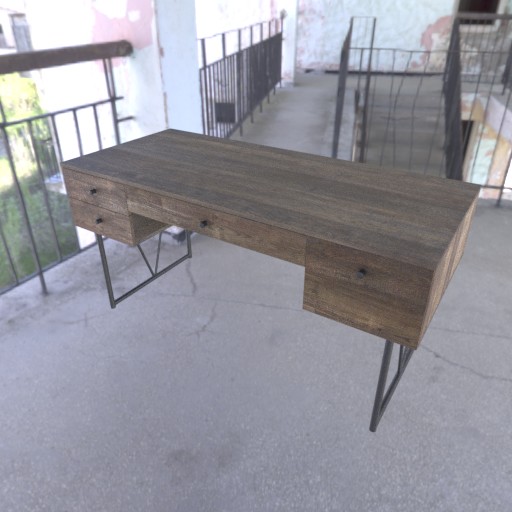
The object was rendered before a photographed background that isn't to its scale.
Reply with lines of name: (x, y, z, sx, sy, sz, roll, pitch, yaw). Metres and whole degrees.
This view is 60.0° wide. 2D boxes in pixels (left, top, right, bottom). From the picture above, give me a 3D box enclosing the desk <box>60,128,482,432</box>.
desk: (0.000, 0.000, 2.012, 1.600, 0.780, 0.730, 18, 34, 28)
